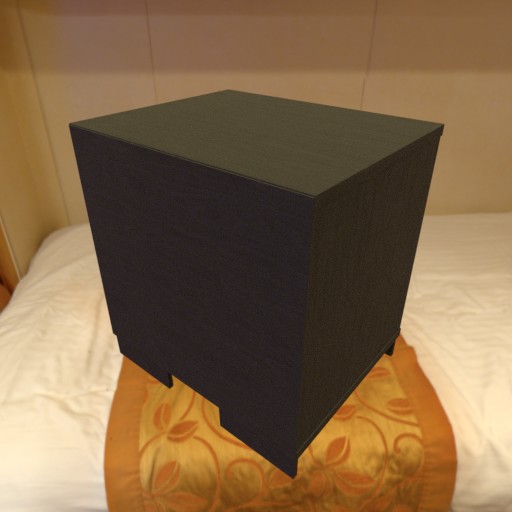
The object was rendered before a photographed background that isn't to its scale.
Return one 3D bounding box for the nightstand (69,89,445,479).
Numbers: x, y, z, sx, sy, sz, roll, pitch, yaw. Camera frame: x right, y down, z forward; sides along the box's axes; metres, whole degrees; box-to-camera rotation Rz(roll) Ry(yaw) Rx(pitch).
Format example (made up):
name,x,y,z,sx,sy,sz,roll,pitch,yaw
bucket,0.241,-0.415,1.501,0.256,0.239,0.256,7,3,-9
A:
name,x,y,z,sx,sy,sz,roll,pitch,yaw
nightstand,0.000,0.000,0.759,0.427,0.448,0.347,23,37,33
